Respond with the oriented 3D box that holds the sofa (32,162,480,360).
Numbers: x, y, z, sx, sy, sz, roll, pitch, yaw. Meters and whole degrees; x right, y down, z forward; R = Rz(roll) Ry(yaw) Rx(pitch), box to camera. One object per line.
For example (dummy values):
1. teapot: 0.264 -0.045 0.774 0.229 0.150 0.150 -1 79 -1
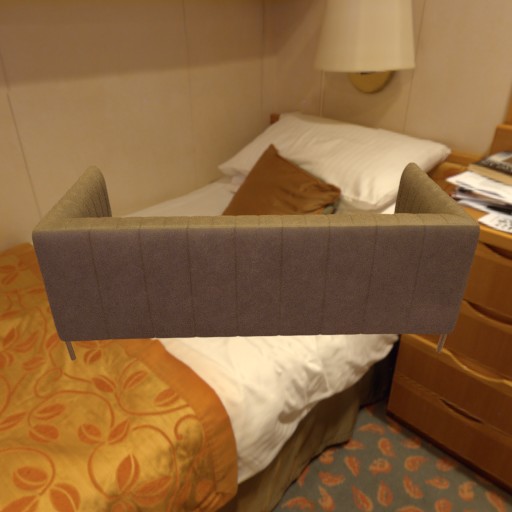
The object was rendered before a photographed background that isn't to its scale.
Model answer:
1. sofa: 0.000 0.000 2.407 1.980 0.779 0.876 -1 30 -1
